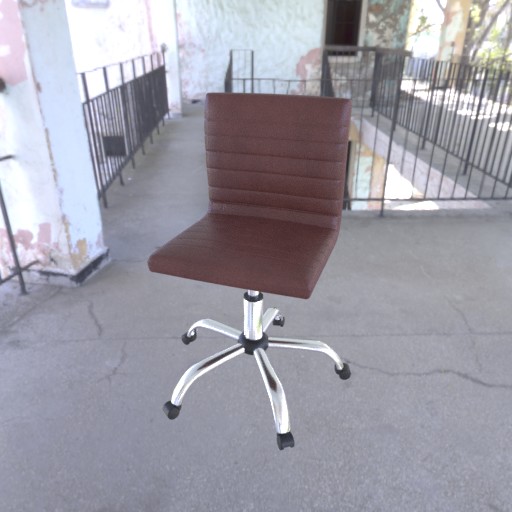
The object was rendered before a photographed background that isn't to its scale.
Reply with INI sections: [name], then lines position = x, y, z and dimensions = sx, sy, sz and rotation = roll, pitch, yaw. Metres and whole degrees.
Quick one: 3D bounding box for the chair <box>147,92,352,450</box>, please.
[chair]
position = 0.000, 0.000, 1.175
dimensions = 0.556, 0.780, 0.530
rotation = 9, 28, 17
